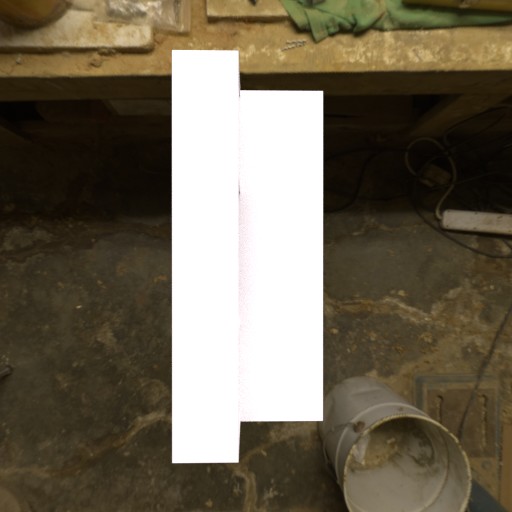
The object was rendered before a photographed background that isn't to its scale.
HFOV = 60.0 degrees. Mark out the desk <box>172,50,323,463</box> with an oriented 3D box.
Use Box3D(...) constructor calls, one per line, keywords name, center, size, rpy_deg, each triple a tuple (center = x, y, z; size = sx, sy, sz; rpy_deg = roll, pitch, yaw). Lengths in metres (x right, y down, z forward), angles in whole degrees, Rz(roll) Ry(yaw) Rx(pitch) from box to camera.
Box3D(name="desk", center=(0.000, 0.000, 1.783), size=(0.559, 0.990, 1.199), rpy_deg=(0, 90, -1))
